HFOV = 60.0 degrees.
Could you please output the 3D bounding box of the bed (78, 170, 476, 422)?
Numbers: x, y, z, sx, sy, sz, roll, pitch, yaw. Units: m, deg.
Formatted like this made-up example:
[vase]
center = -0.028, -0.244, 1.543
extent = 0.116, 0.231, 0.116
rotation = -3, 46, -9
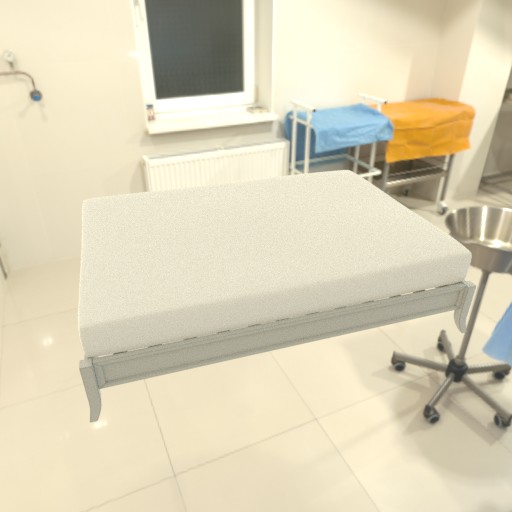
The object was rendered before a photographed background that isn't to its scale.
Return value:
[bed]
center = 0.000, 0.000, 2.661
extent = 1.985, 0.510, 1.460
rotation = -9, 32, -15
